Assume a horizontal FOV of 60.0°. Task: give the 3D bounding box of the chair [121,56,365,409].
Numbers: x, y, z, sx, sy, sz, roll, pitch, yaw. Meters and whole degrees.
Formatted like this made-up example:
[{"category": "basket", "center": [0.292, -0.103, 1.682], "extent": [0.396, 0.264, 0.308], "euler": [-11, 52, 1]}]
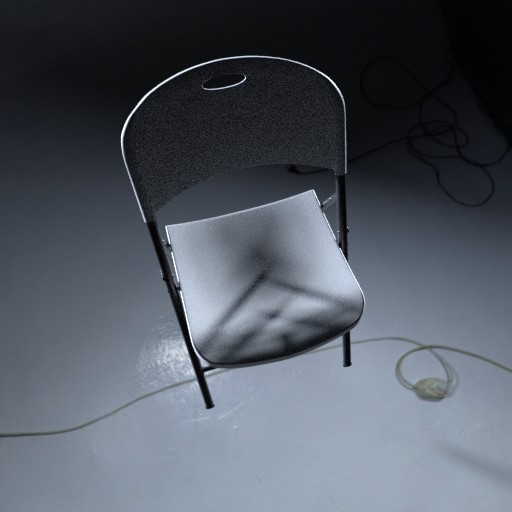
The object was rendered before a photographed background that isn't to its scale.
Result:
[{"category": "chair", "center": [0.000, 0.000, 1.177], "extent": [0.494, 0.810, 0.566], "euler": [-15, 65, -7]}]
